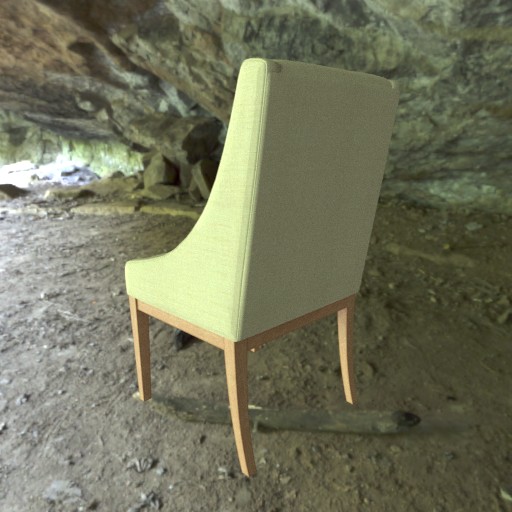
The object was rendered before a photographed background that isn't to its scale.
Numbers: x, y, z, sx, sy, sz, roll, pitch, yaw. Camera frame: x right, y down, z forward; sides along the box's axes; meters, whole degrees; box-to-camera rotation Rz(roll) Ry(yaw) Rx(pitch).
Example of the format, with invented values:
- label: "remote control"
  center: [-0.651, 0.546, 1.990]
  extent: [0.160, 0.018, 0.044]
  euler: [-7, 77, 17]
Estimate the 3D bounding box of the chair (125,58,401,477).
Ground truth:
- label: "chair"
  center: [0.000, 0.000, 1.368]
  extent: [0.575, 1.021, 0.611]
  euler: [-14, 20, -42]
